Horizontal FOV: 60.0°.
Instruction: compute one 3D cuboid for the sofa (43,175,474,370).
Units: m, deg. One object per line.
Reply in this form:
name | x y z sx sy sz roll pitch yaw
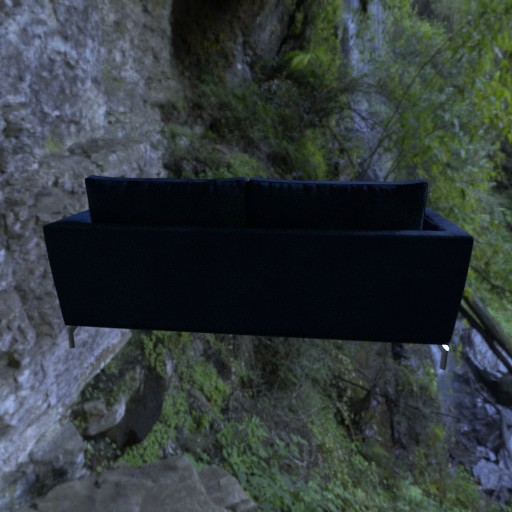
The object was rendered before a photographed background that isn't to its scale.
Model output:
sofa | 0.000 0.000 2.702 2.212 0.998 0.853 2 16 6
